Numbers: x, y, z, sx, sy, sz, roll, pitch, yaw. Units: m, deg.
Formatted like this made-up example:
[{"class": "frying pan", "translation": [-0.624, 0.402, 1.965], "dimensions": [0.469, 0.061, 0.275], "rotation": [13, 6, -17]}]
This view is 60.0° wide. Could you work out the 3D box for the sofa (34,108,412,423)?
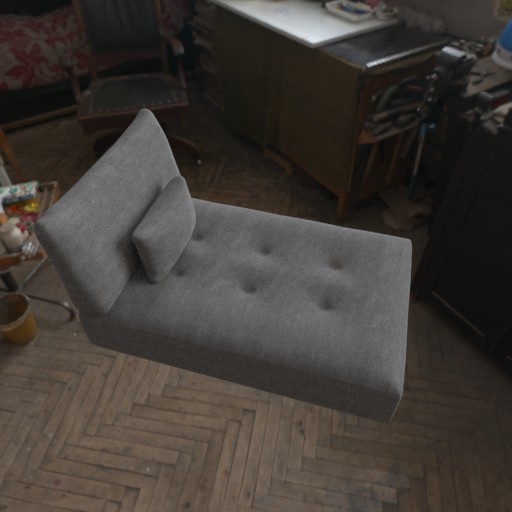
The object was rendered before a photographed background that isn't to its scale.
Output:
[{"class": "sofa", "translation": [0.000, 0.000, 2.026], "dimensions": [1.450, 0.820, 0.930], "rotation": [12, 47, 11]}]
